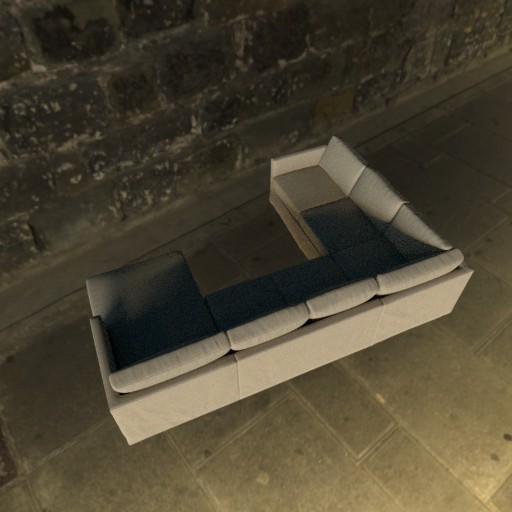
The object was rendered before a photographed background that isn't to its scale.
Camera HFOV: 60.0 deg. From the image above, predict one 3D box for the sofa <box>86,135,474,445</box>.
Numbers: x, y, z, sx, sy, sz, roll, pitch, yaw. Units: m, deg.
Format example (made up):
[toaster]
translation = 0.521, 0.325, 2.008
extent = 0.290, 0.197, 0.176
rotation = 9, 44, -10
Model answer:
[sofa]
translation = 0.000, 0.000, 4.645
extent = 3.460, 0.882, 2.427
rotation = -18, 50, -16
